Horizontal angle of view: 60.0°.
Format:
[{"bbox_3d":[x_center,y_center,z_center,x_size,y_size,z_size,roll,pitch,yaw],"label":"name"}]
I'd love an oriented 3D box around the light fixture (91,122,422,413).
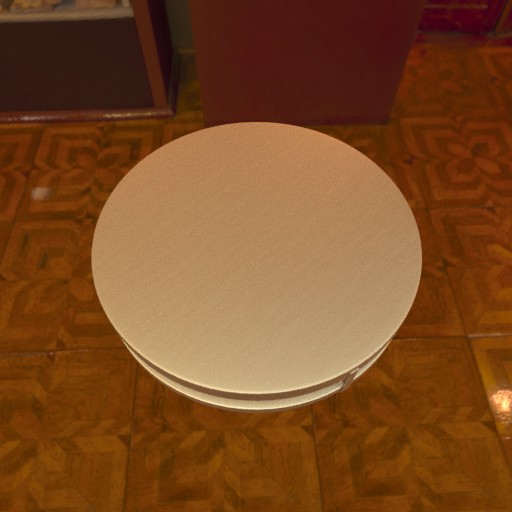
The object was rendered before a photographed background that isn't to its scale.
[{"bbox_3d":[0.000,0.000,0.525,0.356,0.102,0.356,0,57,0],"label":"light fixture"}]
